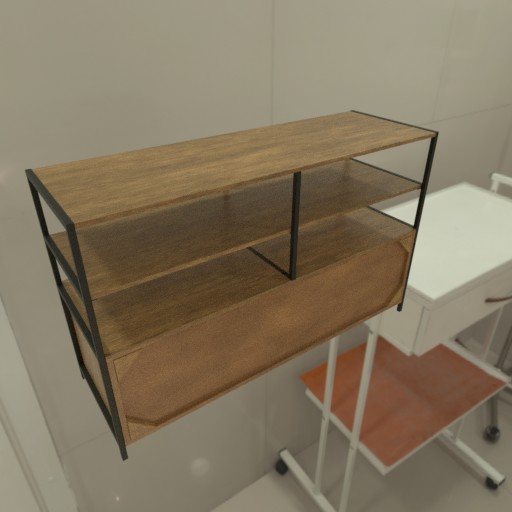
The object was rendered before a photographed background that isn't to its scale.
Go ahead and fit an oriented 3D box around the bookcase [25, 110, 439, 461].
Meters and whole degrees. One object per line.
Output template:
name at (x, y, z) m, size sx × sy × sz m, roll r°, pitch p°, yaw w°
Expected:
bookcase at (0.000, 0.000, 1.437) m, size 1.149 × 0.712 × 0.391 m, roll -20°, pitch 36°, yaw -30°
